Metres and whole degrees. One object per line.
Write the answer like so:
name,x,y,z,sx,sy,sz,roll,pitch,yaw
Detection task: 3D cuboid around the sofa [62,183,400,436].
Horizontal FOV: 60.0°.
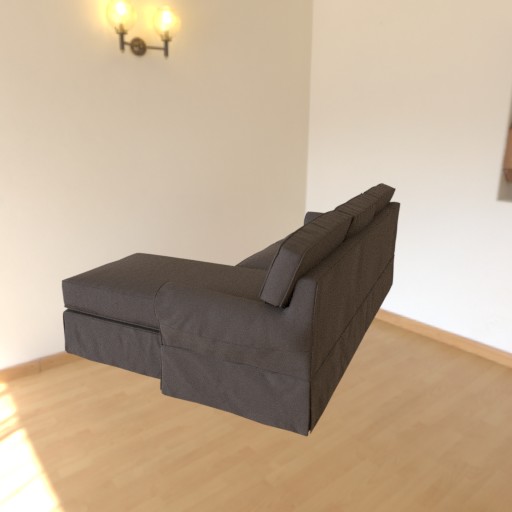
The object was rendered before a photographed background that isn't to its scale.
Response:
sofa,0.000,0.000,3.378,1.733,0.978,2.475,8,18,25
